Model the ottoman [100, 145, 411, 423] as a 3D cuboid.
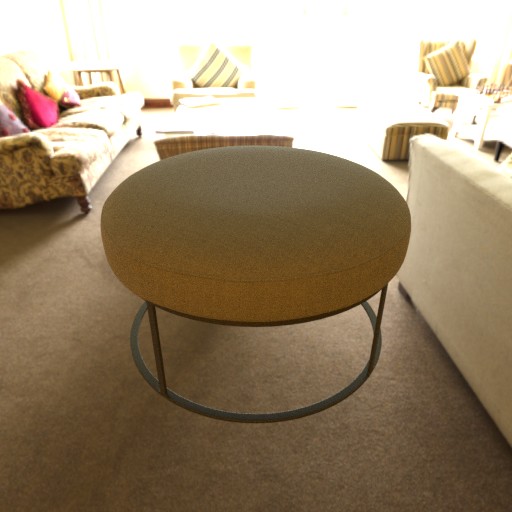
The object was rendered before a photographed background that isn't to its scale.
[{"bbox_3d":[0.000,0.000,1.211,0.772,0.460,0.772,0,30,0],"label":"ottoman"}]
